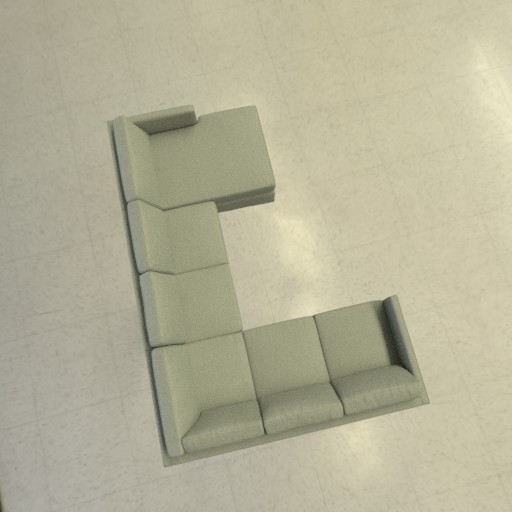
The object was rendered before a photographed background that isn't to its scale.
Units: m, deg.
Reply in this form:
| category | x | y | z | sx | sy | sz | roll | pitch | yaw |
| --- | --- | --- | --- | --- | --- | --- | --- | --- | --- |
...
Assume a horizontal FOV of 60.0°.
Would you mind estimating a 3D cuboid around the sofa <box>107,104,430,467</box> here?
| category | x | y | z | sx | sy | sz | roll | pitch | yaw |
| --- | --- | --- | --- | --- | --- | --- | --- | --- | --- |
| sofa | 0.000 | 0.000 | 4.531 | 2.427 | 0.882 | 3.460 | -12 | 76 | -3 |
